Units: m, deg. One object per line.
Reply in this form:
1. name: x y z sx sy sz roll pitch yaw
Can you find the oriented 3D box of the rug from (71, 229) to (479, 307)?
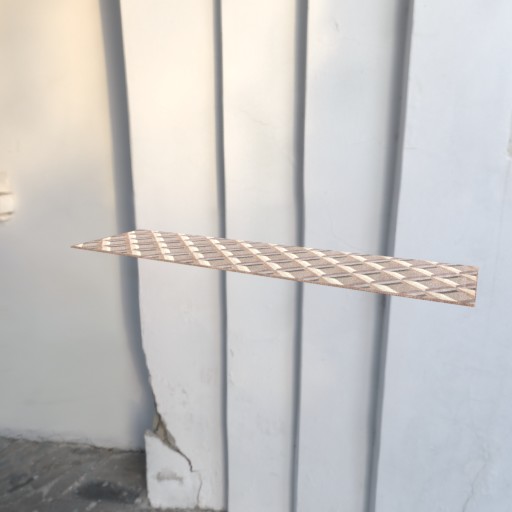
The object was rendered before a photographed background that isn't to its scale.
1. rug: 0.000 0.000 2.711 2.437 0.013 0.685 7 16 26
